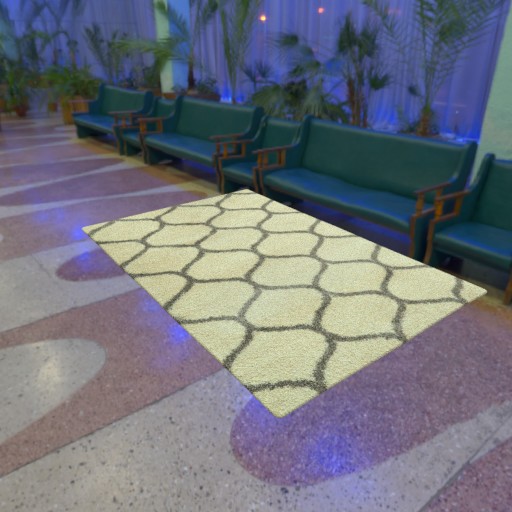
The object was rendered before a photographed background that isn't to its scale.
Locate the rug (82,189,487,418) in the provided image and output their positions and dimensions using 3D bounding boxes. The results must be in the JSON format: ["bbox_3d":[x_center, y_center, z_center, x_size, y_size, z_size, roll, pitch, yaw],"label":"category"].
[{"bbox_3d":[0.000,0.000,3.400,1.801,0.026,2.701,-19,32,-33],"label":"rug"}]
